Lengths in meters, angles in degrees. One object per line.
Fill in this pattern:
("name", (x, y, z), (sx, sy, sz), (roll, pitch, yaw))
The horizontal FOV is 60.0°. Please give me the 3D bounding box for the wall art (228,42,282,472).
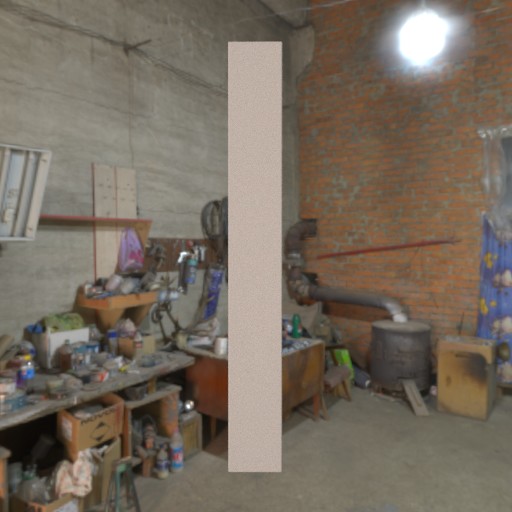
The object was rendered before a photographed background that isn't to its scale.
("wall art", (0.000, 0.000, 0.466), (0.038, 0.305, 0.305), (0, 0, 0))
